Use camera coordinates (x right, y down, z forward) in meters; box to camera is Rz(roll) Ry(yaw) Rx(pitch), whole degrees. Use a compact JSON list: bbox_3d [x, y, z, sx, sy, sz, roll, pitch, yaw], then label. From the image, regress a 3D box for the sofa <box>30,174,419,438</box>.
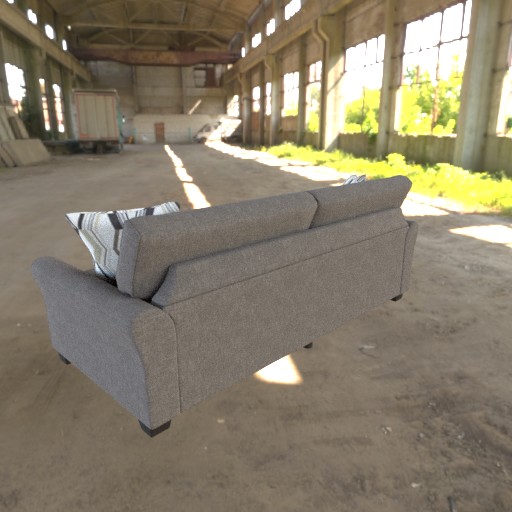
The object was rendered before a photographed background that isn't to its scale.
[{"bbox_3d":[0.000,0.000,2.413,0.889,0.813,2.032,16,23,42],"label":"sofa"}]
